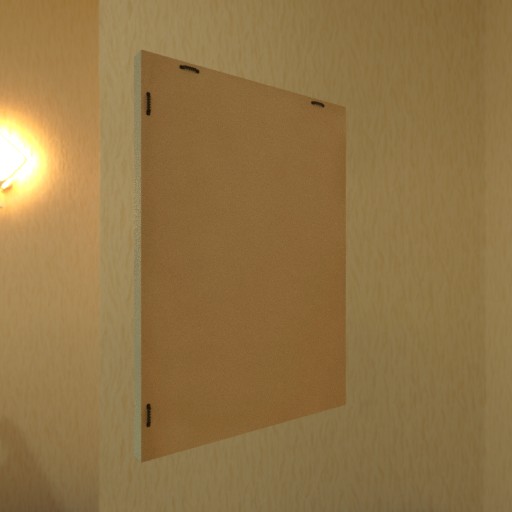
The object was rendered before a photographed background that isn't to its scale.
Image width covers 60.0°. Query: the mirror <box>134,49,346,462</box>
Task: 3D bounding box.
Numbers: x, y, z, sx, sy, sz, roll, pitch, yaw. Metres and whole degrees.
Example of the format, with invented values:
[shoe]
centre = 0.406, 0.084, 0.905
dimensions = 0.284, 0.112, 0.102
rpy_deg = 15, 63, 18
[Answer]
[mirror]
centre = 0.000, 0.000, 0.921
dimensions = 0.507, 0.710, 0.039
rpy_deg = 0, 0, -36
